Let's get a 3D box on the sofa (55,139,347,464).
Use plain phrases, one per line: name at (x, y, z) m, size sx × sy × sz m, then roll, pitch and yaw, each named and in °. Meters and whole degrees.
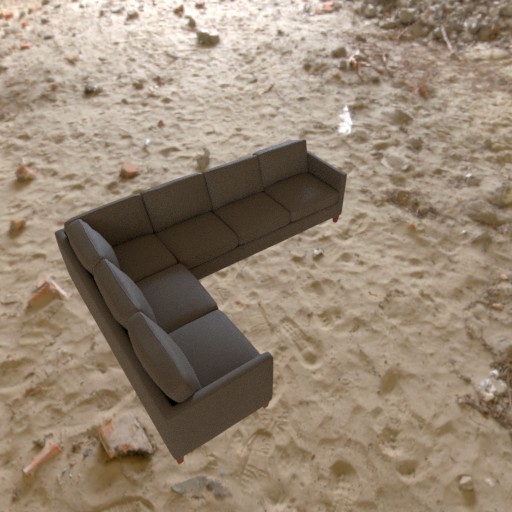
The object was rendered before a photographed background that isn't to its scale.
sofa at (0.000, 0.000, 4.614) m, size 3.302 × 0.947 × 2.593 m, roll -25°, pitch 47°, yaw -26°
